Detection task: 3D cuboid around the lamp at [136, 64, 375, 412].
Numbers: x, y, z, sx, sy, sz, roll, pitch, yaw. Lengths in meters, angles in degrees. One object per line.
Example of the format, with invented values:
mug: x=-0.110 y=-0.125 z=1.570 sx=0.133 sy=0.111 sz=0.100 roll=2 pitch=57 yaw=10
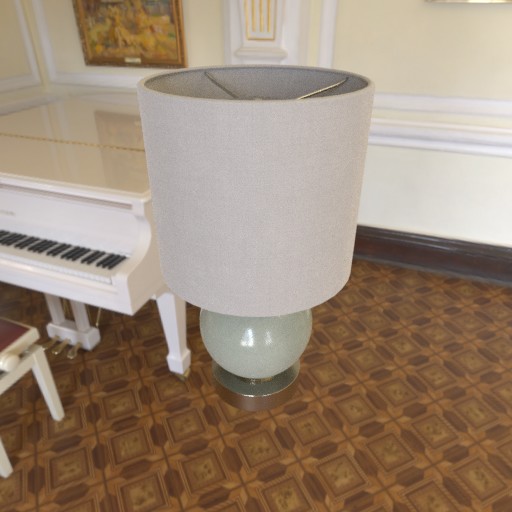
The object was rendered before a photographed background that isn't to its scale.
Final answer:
lamp: x=0.000 y=0.000 z=0.470 sx=0.201 sy=0.353 sz=0.201 roll=18 pitch=35 yaw=28
